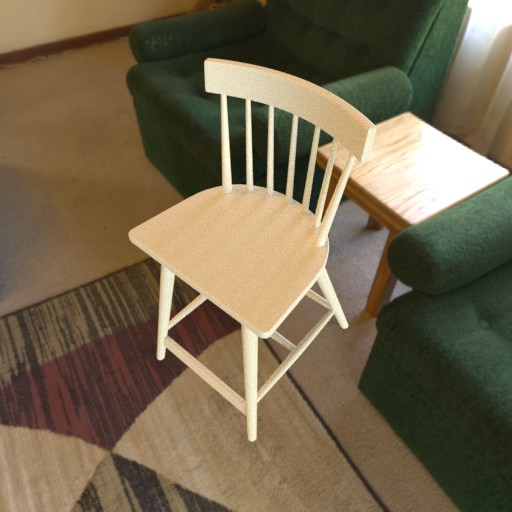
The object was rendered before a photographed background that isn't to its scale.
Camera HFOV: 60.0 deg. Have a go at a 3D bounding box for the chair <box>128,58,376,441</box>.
[{"bbox_3d":[0.000,0.000,1.287,0.483,0.952,0.572,33,56,26],"label":"chair"}]
